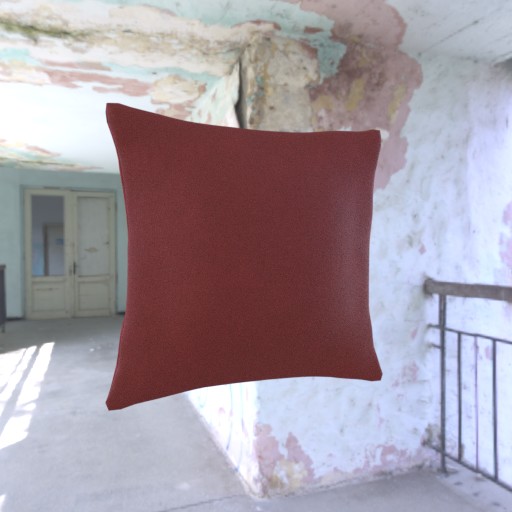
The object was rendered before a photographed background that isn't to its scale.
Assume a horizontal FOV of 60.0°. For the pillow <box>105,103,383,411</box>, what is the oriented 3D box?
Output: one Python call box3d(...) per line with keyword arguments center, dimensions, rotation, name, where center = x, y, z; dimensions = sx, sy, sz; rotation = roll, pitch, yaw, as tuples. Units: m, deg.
box3d(center=(0.000, 0.000, 0.672), dimensions=(0.435, 0.416, 0.151), rotation=(0, 1, -19), name="pillow")
